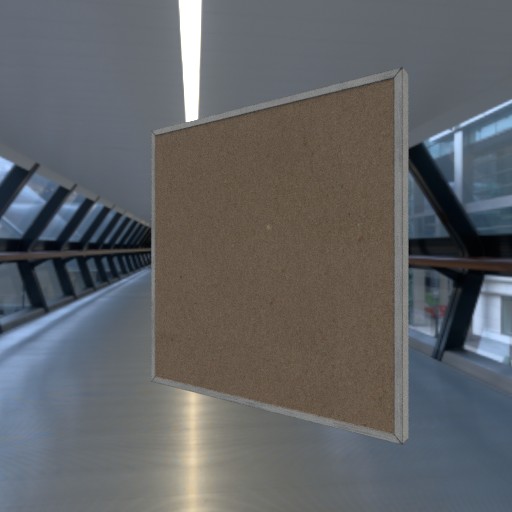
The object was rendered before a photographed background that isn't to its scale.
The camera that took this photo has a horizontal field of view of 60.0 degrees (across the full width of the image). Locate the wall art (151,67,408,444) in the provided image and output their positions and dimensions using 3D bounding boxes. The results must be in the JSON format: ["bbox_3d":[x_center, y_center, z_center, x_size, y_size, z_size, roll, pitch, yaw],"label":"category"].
[{"bbox_3d":[0.000,0.000,1.136,0.762,0.762,0.038,0,0,36],"label":"wall art"}]
